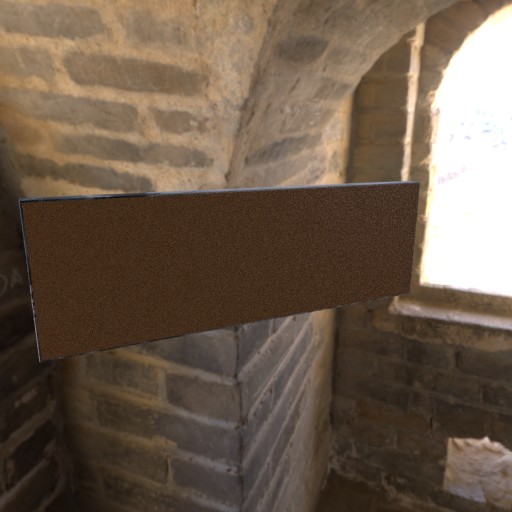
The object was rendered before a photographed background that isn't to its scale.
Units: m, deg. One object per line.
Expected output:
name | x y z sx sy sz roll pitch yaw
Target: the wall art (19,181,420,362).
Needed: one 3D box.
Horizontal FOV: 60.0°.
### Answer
wall art | 0.000 0.000 0.831 0.759 0.251 0.037 -7 15 -25
